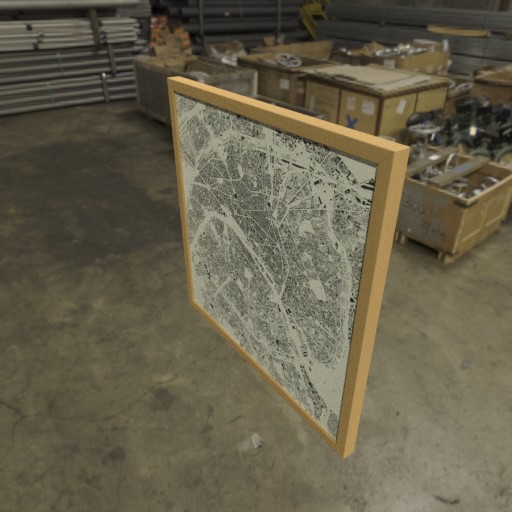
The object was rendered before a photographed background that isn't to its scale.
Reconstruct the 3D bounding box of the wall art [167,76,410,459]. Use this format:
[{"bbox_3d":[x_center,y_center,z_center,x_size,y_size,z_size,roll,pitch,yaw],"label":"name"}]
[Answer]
[{"bbox_3d":[0.000,0.000,1.139,0.037,0.761,0.761,-21,37,-30],"label":"wall art"}]
